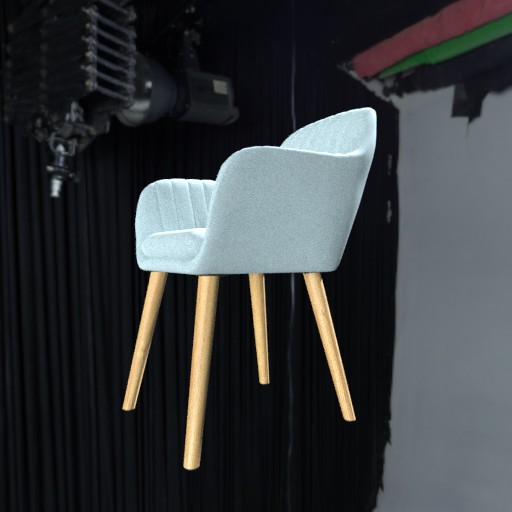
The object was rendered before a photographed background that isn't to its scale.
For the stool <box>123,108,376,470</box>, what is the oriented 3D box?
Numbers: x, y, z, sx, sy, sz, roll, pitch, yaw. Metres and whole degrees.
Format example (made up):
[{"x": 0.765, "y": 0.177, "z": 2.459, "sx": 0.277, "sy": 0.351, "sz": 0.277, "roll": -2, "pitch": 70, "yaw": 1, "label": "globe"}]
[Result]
[{"x": 0.000, "y": 0.000, "z": 1.186, "sx": 0.590, "sy": 0.830, "sz": 0.503, "roll": 0, "pitch": 0, "yaw": -34, "label": "stool"}]
